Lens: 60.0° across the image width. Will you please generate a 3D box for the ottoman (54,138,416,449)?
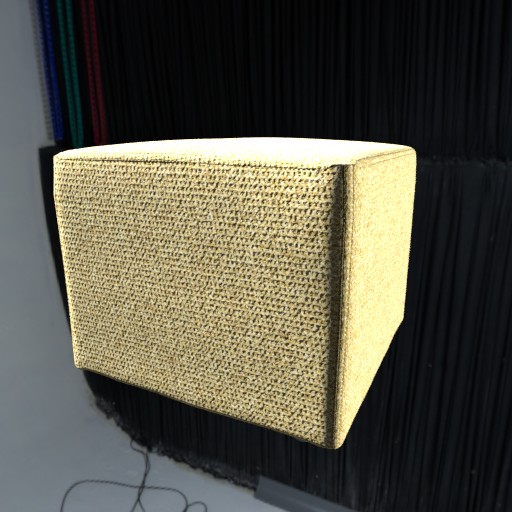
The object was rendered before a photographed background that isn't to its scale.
[{"bbox_3d":[0.000,0.000,0.860,0.505,0.441,0.512,8,17,26],"label":"ottoman"}]
